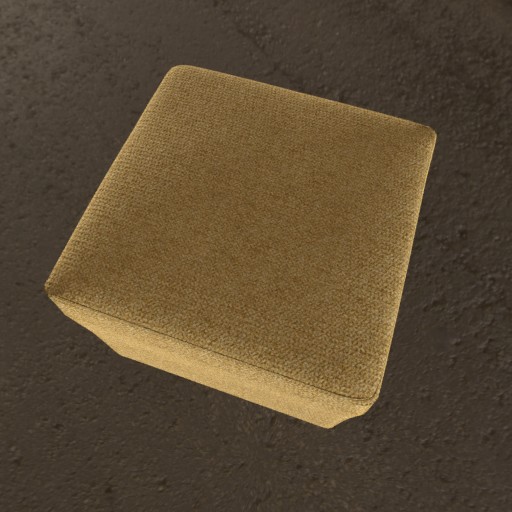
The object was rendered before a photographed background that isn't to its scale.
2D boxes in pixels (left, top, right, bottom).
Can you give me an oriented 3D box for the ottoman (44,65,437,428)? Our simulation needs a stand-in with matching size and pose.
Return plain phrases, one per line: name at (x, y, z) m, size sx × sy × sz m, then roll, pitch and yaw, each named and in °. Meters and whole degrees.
ottoman at (0.000, 0.000, 0.883) m, size 0.512 × 0.441 × 0.505 m, roll 17°, pitch 66°, yaw 8°
